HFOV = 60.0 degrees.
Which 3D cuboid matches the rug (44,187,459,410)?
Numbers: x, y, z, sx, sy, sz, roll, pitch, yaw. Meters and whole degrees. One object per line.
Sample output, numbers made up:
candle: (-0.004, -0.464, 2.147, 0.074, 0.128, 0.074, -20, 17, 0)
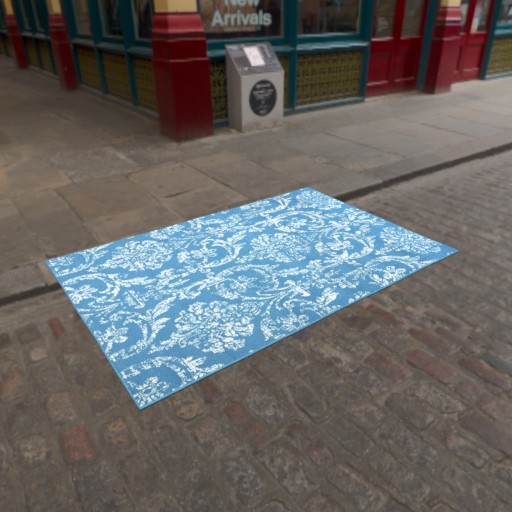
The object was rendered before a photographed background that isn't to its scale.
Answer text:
rug: (0.000, 0.000, 2.344, 1.833, 0.012, 1.211, -20, 35, -31)
